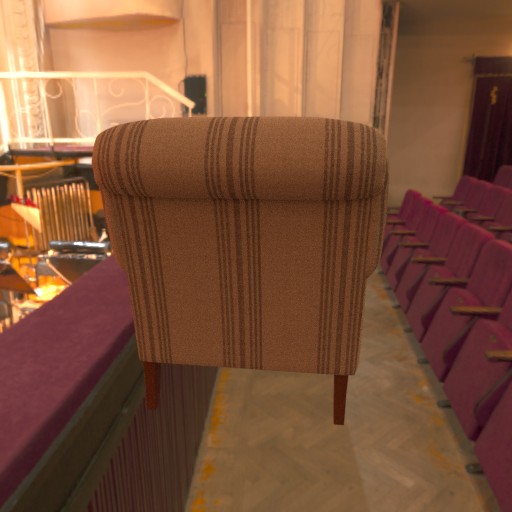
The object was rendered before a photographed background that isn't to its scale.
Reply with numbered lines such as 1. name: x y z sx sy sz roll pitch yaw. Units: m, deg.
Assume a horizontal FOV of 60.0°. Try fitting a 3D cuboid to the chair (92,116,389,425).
1. chair: 0.000 0.000 1.595 0.813 0.940 0.914 2 16 7
